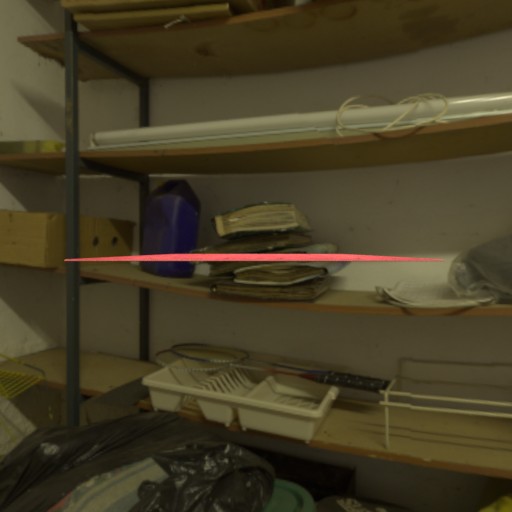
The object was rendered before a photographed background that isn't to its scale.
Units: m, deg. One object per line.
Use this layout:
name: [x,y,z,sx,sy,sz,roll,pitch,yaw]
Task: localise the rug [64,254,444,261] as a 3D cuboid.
rug: [0.000,0.000,2.314,1.209,0.008,1.814,0,1,1]
